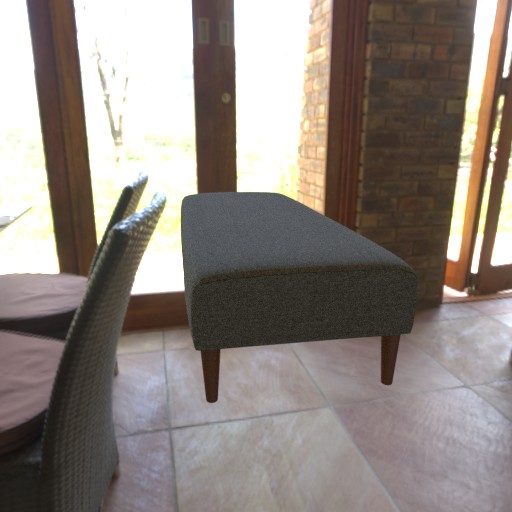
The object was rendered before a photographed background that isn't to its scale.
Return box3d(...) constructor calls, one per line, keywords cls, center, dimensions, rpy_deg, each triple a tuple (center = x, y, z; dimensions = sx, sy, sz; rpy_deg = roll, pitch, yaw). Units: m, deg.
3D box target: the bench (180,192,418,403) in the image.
box3d(cls="bench", center=(0.000, 0.000, 1.907), dimensions=(0.631, 0.384, 1.598), rpy_deg=(-3, 15, -10))
